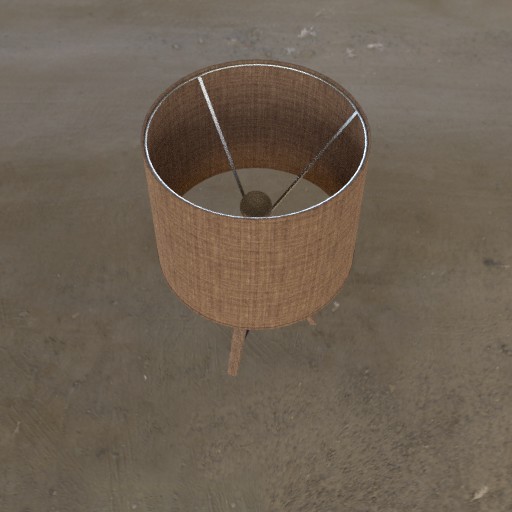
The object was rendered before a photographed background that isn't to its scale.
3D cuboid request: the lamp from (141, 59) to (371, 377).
[{"bbox_3d":[0.000,0.000,0.697,0.290,0.514,0.290,0,58,0],"label":"lamp"}]
